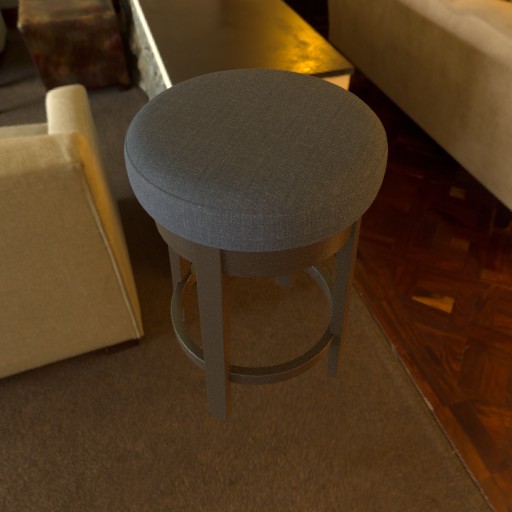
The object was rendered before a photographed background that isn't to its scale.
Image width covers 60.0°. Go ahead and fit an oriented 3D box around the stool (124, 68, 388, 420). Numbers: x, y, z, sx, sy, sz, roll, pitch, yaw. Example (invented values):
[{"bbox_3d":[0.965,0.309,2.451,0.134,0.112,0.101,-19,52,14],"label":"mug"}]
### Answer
[{"bbox_3d":[0.000,0.000,0.938,0.449,0.655,0.449,0,46,0],"label":"stool"}]
